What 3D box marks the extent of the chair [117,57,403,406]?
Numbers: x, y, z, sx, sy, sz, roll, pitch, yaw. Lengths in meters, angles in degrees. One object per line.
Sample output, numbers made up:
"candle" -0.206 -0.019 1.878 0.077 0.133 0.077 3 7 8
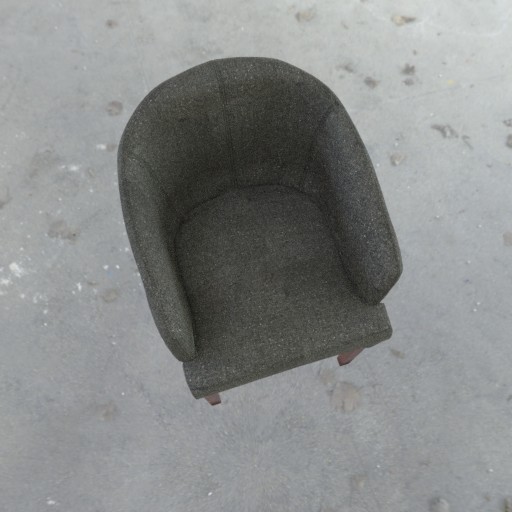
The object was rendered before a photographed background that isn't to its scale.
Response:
"chair" 0.000 0.000 1.239 0.583 0.811 0.655 -16 66 -7
